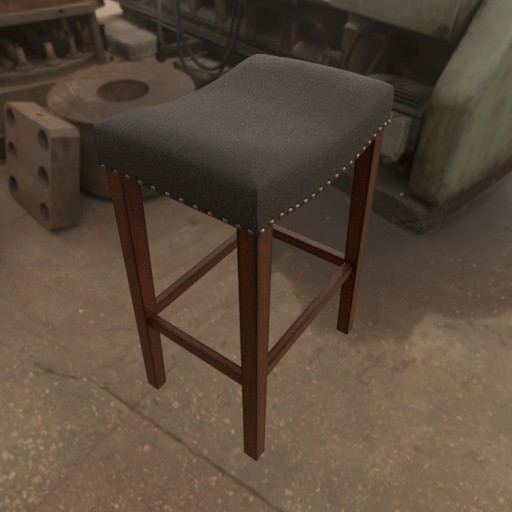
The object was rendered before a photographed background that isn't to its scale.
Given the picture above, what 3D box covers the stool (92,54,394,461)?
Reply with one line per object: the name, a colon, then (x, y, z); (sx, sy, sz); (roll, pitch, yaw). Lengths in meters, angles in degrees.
stool: (0.000, 0.000, 1.038); (0.366, 0.760, 0.502); (25, 47, 26)
